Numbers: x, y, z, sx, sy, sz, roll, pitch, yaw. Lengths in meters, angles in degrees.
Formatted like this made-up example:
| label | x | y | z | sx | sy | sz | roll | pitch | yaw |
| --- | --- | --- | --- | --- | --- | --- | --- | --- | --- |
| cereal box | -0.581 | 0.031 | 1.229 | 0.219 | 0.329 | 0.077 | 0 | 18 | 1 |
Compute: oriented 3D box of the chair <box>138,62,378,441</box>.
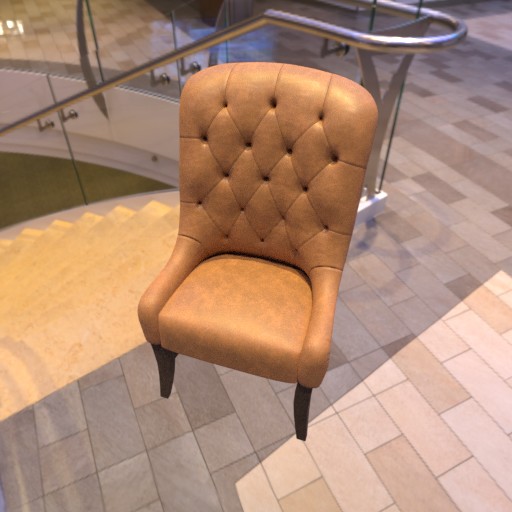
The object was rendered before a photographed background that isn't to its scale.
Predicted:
| label | x | y | z | sx | sy | sz | roll | pitch | yaw |
| --- | --- | --- | --- | --- | --- | --- | --- | --- | --- |
| chair | 0.000 | 0.000 | 1.511 | 0.634 | 1.091 | 0.629 | 12 | 43 | 14 |
